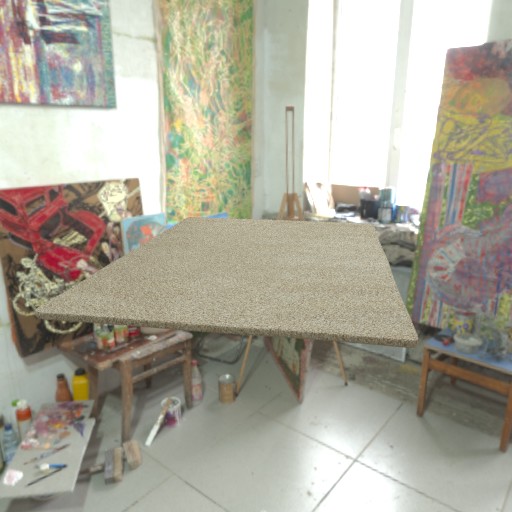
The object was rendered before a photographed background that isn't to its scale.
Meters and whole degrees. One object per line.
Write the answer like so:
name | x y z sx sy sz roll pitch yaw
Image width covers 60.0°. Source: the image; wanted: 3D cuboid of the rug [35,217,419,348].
rug | 0.000 0.000 2.087 1.199 0.025 1.600 3 16 9
